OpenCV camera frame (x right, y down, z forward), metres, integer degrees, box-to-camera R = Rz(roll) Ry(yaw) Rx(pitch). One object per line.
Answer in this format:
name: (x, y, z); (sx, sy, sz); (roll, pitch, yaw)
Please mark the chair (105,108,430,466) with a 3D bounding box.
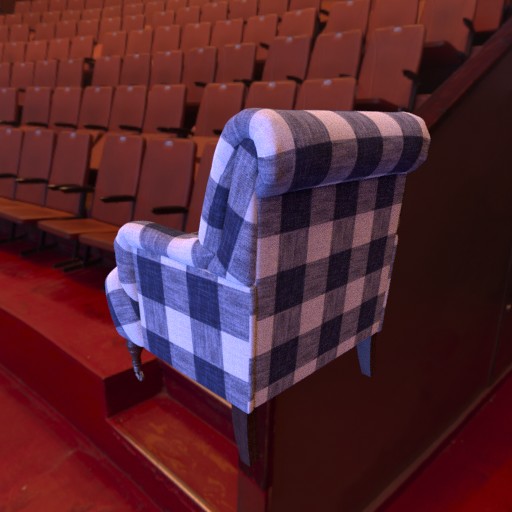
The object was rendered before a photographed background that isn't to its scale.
chair: (0.000, 0.000, 1.542); (0.848, 0.953, 0.781); (16, 23, 42)
